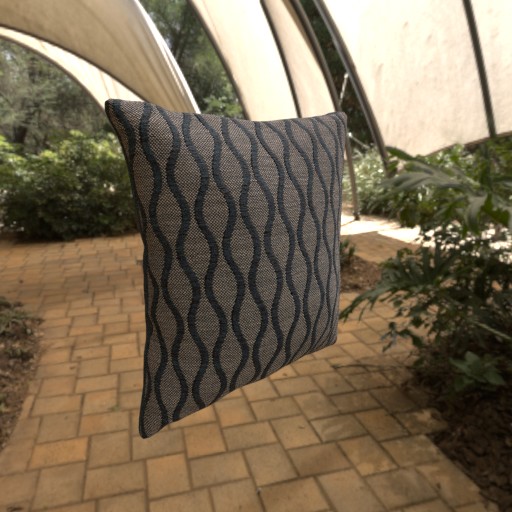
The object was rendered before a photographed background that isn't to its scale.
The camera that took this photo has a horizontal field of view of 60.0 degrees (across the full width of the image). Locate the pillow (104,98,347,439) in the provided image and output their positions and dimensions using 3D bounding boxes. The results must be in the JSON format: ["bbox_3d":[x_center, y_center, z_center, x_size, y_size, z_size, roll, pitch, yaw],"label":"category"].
[{"bbox_3d":[0.000,0.000,0.670,0.435,0.435,0.159,-14,20,-43],"label":"pillow"}]
